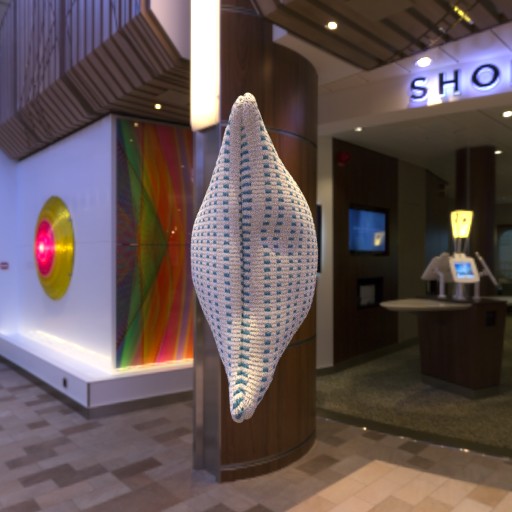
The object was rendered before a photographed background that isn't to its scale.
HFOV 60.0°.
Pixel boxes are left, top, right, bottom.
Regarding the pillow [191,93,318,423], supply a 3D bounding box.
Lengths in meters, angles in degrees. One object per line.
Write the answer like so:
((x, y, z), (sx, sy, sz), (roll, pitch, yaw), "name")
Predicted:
((0.000, 0.000, 0.786), (0.210, 0.353, 0.640), (0, 0, 1), "pillow")
